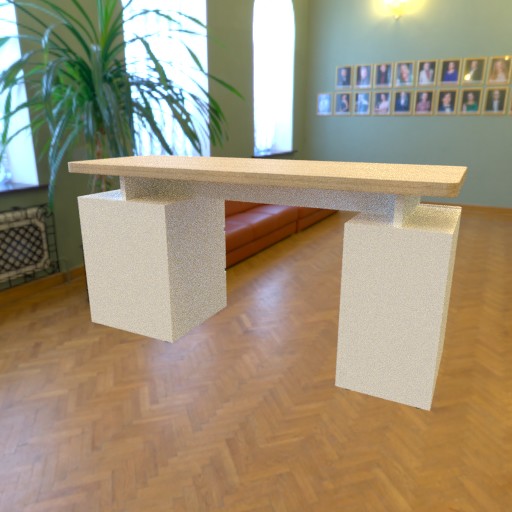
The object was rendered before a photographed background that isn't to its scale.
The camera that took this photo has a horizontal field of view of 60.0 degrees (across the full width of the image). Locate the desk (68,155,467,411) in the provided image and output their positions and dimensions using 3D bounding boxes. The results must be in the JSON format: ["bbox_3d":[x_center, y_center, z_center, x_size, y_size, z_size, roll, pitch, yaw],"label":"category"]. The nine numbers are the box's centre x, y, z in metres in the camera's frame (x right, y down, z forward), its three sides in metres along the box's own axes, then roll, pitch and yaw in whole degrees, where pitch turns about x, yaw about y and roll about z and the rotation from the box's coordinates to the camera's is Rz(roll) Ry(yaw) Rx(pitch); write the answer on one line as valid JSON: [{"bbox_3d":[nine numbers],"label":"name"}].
[{"bbox_3d":[0.000,0.000,1.858,1.500,0.755,0.550,8,18,26],"label":"desk"}]
